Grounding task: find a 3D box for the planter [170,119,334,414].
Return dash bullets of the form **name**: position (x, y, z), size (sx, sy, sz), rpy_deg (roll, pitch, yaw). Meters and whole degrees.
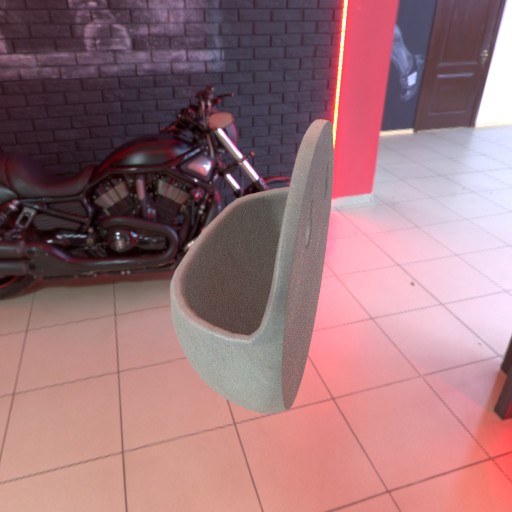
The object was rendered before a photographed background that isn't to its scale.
- **planter**: position (0.000, 0.000, 0.274), size (0.073, 0.164, 0.190), rpy_deg (8, 31, 13)
